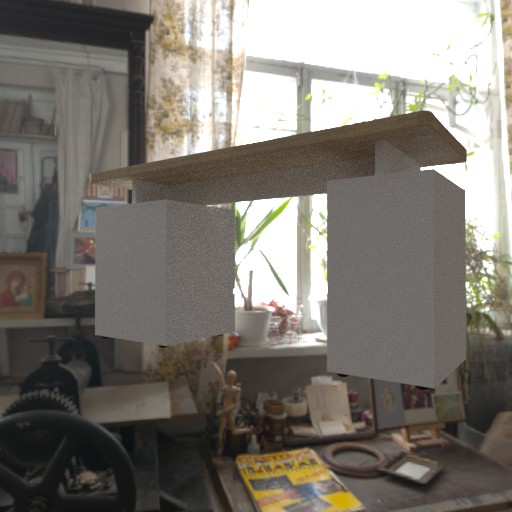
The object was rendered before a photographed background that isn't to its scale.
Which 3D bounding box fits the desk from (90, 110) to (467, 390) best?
[{"bbox_3d":[0.000,0.000,1.813,1.500,0.755,0.550,-1,-1,35],"label":"desk"}]
